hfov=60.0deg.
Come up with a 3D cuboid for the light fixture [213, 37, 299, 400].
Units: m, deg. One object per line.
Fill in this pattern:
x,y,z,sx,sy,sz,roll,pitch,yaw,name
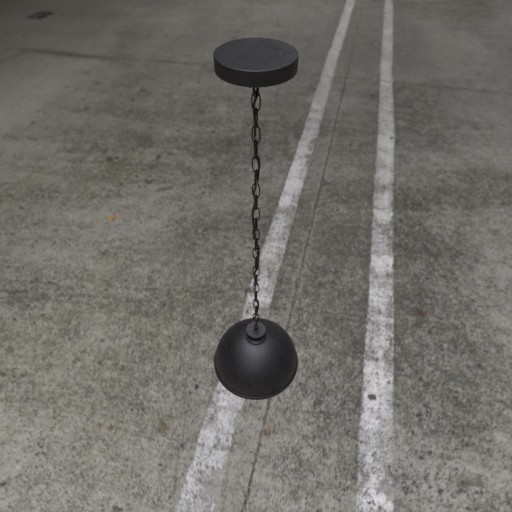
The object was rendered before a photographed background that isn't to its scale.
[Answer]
0.000,0.000,1.222,0.304,1.090,0.304,9,46,9,light fixture
